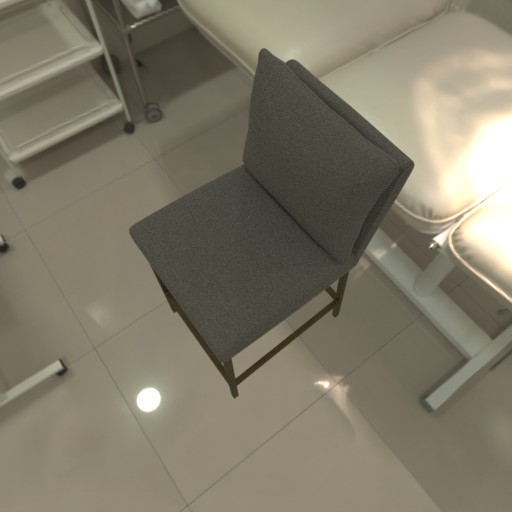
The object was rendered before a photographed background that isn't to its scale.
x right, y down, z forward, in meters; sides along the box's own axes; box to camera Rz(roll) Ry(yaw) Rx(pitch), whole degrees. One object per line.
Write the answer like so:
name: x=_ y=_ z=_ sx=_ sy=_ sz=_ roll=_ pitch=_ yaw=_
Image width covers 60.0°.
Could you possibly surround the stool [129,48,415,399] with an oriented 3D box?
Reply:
stool: x=0.000 y=0.000 z=1.361 sx=0.569 sy=1.030 sz=0.463 roll=-34 pitch=68 yaw=-16
